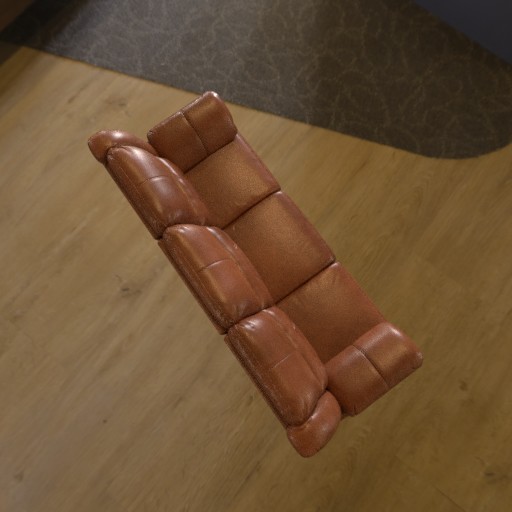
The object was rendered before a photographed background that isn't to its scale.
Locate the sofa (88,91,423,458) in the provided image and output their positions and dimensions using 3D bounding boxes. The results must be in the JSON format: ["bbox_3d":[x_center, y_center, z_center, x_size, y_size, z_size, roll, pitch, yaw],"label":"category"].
[{"bbox_3d":[0.000,0.000,2.951,0.991,1.043,2.337,-35,79,-8],"label":"sofa"}]
